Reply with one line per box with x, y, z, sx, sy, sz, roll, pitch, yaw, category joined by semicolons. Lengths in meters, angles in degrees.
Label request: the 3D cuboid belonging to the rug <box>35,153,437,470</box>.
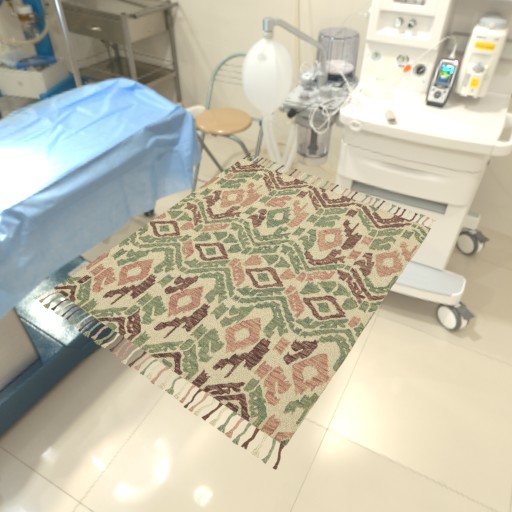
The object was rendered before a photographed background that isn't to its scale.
0.000;0.000;4.120;2.438;0.010;3.048;26;48;25;rug
